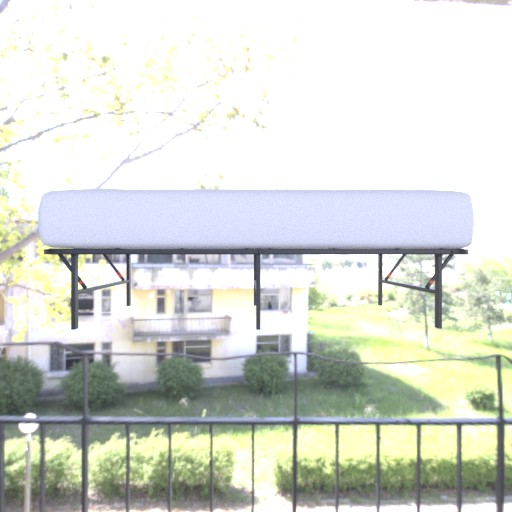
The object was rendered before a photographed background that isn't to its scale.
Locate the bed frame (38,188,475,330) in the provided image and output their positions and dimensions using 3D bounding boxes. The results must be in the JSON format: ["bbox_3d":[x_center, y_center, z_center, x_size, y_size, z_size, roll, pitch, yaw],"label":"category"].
[{"bbox_3d":[0.000,0.000,2.410,1.908,0.640,1.025,0,0,-1],"label":"bed frame"}]
